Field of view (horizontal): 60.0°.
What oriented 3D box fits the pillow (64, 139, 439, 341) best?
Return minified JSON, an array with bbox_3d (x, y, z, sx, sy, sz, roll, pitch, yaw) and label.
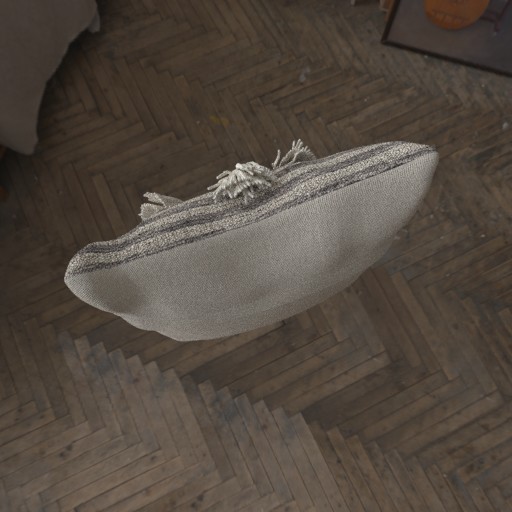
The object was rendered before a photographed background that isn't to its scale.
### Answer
[{"bbox_3d":[0.000,0.000,0.766,0.484,0.490,0.234,-19,76,-5],"label":"pillow"}]
